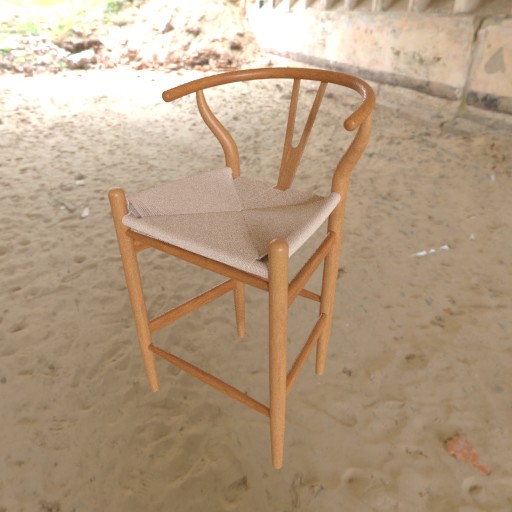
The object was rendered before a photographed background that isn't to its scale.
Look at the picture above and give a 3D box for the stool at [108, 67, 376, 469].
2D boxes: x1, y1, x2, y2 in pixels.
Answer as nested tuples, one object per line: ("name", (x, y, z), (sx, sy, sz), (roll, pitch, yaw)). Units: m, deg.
("stool", (0.000, 0.000, 1.307), (0.569, 0.970, 0.579), (19, 35, 30))
